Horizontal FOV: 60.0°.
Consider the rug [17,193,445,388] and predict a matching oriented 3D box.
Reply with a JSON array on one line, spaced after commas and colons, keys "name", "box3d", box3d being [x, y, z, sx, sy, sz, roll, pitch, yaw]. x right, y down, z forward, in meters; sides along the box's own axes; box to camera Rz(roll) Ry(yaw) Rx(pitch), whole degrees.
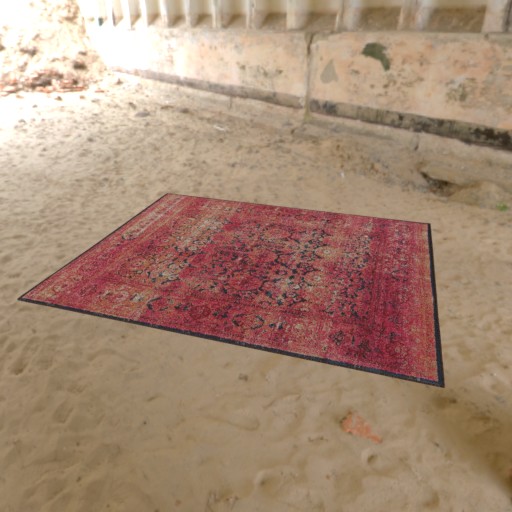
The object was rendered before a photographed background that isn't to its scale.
[{"name": "rug", "box3d": [0.000, 0.000, 3.960, 3.032, 0.020, 2.411, 8, 29, 15]}]
